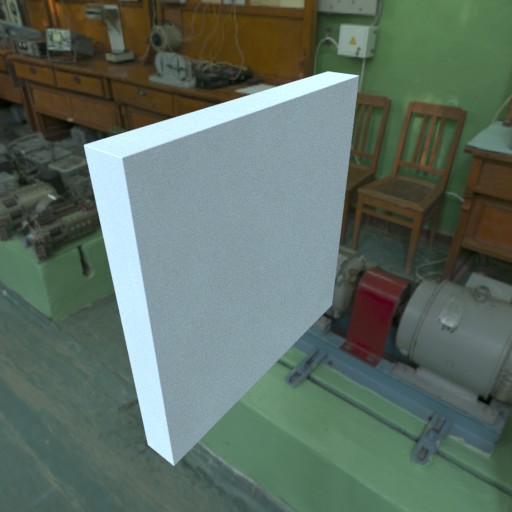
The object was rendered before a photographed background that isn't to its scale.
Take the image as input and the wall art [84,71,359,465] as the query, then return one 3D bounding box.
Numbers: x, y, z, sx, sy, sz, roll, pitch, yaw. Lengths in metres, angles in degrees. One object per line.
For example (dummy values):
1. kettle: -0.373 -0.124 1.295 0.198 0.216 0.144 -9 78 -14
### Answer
1. wall art: 0.000 0.000 0.450 0.038 0.305 0.305 22 39 31
